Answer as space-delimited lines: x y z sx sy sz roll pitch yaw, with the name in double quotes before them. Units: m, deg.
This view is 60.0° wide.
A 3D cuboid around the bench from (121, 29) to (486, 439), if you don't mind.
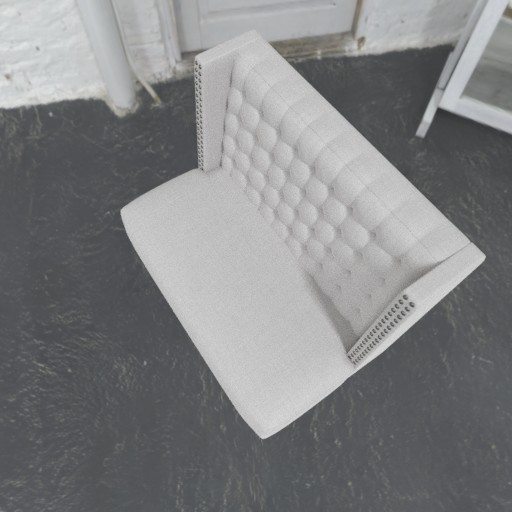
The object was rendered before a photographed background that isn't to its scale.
"bench" 0.000 0.000 1.961 0.847 1.123 1.280 -32 68 -15
